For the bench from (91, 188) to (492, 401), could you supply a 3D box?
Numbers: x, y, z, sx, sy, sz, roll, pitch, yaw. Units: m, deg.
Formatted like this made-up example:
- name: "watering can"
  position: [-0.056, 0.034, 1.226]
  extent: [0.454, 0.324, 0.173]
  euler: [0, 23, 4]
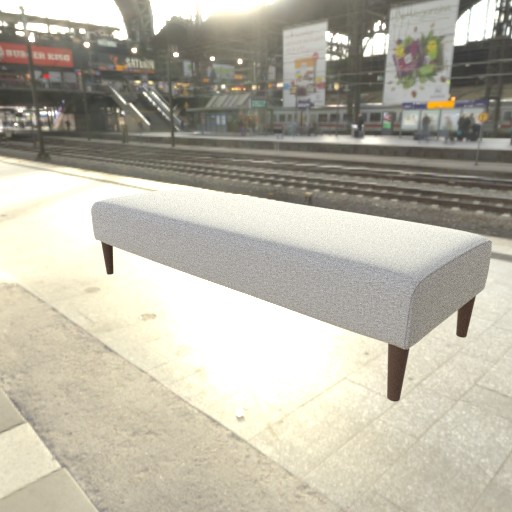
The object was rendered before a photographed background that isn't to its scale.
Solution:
- name: "bench"
  position: [0.000, 0.000, 1.815]
  extent: [1.598, 0.383, 0.631]
  euler: [15, 23, 41]
